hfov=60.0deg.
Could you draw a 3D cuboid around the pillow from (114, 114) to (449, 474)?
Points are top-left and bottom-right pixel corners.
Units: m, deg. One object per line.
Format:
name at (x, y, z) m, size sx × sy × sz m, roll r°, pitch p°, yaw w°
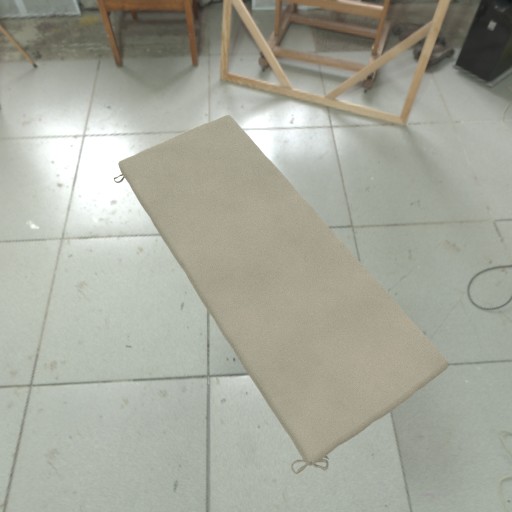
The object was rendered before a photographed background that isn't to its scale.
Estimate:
pillow at (0.000, 0.000, 1.368) m, size 0.492 × 0.081 × 1.187 m, roll -28°, pitch 63°, yaw -16°
